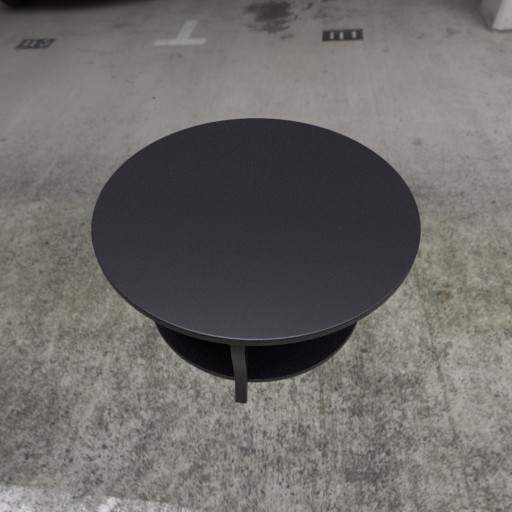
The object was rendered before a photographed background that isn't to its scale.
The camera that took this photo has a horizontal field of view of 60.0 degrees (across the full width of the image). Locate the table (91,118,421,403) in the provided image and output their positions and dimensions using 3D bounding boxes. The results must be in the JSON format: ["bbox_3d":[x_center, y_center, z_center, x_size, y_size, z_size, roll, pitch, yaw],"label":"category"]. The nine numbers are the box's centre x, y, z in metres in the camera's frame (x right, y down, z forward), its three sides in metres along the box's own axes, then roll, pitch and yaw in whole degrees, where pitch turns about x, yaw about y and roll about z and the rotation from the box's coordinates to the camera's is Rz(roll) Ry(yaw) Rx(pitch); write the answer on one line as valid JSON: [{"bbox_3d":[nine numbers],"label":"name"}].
[{"bbox_3d":[0.000,0.000,1.433,0.914,0.457,0.914,0,47,0],"label":"table"}]
